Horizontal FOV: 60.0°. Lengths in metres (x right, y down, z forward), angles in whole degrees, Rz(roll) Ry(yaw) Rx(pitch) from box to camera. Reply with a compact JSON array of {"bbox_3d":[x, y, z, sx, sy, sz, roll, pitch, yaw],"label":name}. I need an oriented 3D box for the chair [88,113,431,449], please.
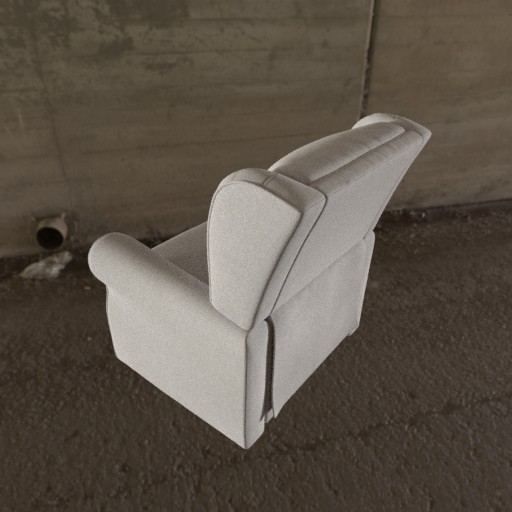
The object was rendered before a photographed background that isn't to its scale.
[{"bbox_3d":[0.000,0.000,1.618,0.854,0.967,0.906,22,37,32],"label":"chair"}]
